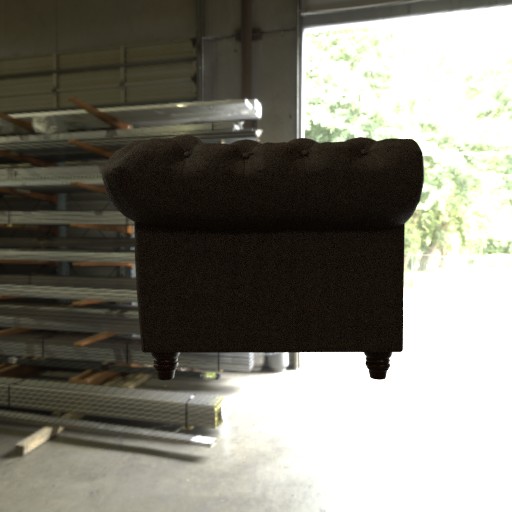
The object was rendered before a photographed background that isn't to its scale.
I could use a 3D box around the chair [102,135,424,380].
[{"bbox_3d":[0.000,0.000,1.861,0.945,0.780,1.298,0,1,0],"label":"chair"}]
